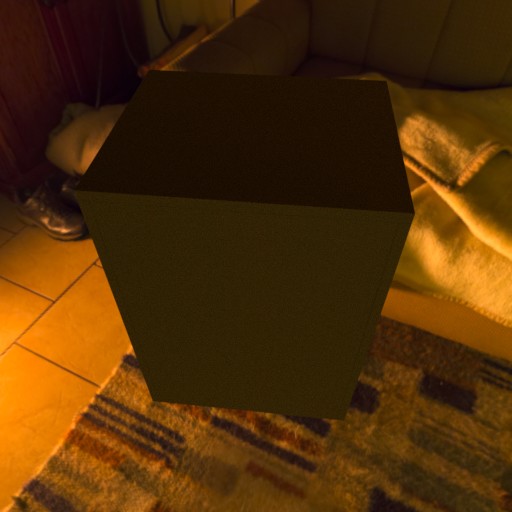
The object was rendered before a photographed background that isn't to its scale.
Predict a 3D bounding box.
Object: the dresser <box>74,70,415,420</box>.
[{"bbox_3d":[0.000,0.000,0.841,0.400,0.560,0.360,4,47,4],"label":"dresser"}]
